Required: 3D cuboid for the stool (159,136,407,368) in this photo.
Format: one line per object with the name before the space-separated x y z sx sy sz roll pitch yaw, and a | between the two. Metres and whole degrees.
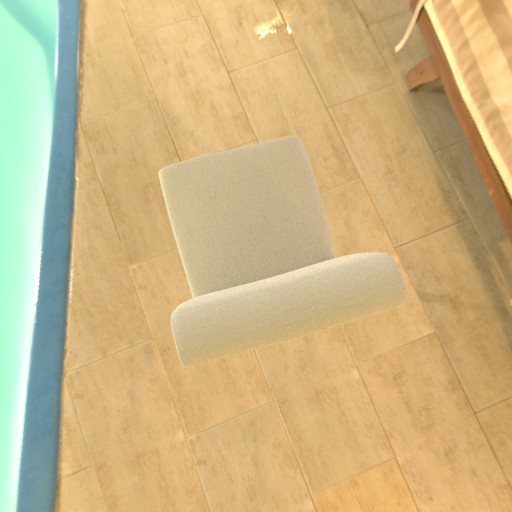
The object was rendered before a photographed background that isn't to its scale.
stool | 0.000 0.000 1.419 0.452 1.124 0.597 -15 77 -4
